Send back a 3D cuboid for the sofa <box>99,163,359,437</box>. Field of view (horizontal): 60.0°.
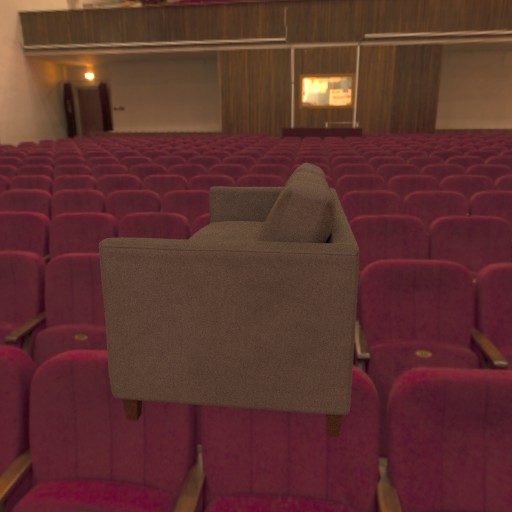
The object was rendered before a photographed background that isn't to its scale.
[{"bbox_3d":[0.000,0.000,2.473,0.950,0.963,1.884,2,15,7],"label":"sofa"}]
